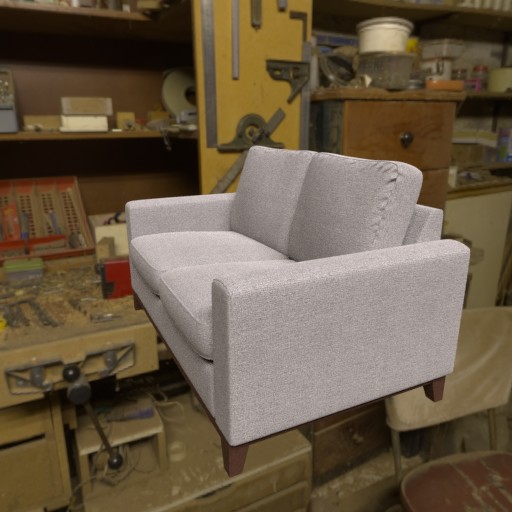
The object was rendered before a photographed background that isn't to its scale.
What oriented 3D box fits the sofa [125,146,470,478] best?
[{"bbox_3d":[0.000,0.000,1.939,0.917,0.873,1.420,-8,19,-25],"label":"sofa"}]
